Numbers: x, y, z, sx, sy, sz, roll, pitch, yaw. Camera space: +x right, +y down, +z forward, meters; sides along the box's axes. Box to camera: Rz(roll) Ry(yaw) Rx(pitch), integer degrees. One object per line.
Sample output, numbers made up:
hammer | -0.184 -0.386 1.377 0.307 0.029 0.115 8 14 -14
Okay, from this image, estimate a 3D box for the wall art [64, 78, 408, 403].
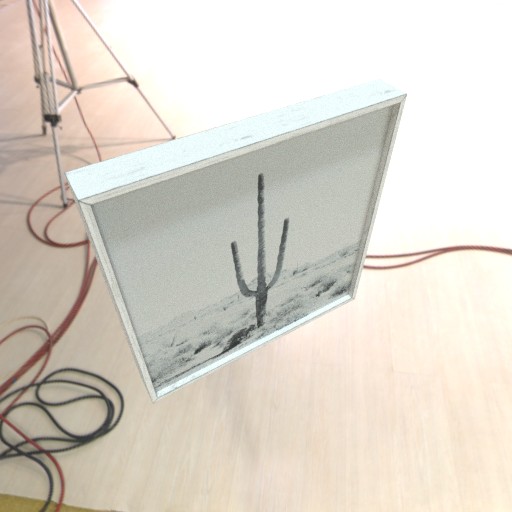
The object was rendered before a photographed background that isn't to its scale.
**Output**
wall art | 0.000 0.000 0.477 0.305 0.305 0.038 -23 50 -21
